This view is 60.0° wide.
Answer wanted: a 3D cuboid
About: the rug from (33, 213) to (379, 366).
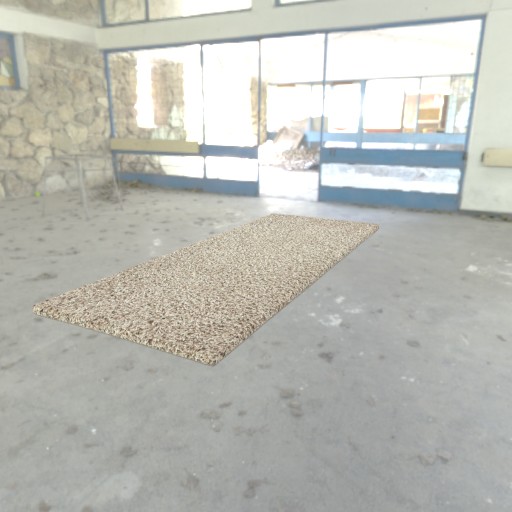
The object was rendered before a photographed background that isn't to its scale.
[{"bbox_3d":[0.000,0.000,1.741,0.609,0.030,1.524,9,19,27],"label":"rug"}]
